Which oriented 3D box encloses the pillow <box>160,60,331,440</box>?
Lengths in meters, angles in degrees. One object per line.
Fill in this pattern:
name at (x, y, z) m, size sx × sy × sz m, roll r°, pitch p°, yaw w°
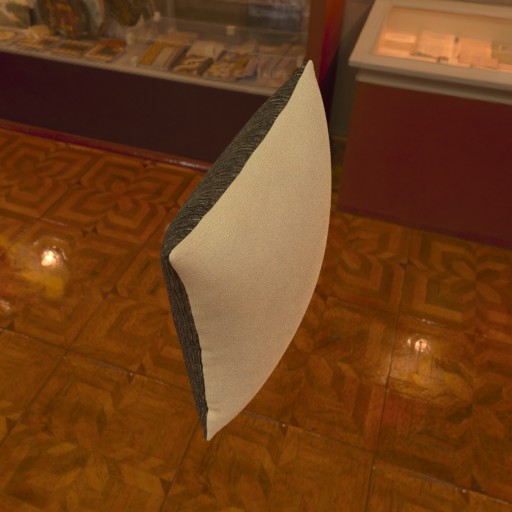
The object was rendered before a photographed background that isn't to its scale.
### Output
pillow at (0.000, 0.000, 0.682) m, size 0.196 × 0.434 × 0.433 m, roll 16°, pitch 49°, yaw 14°
